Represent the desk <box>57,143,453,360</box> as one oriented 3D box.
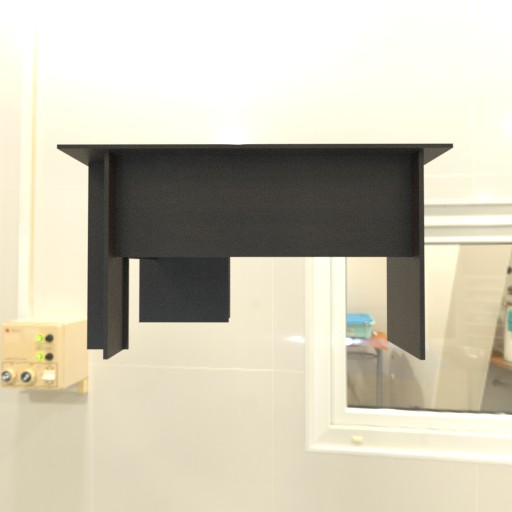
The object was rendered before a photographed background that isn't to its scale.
[{"bbox_3d":[0.000,0.000,2.131,1.303,0.716,1.361,0,-1,0],"label":"desk"}]
